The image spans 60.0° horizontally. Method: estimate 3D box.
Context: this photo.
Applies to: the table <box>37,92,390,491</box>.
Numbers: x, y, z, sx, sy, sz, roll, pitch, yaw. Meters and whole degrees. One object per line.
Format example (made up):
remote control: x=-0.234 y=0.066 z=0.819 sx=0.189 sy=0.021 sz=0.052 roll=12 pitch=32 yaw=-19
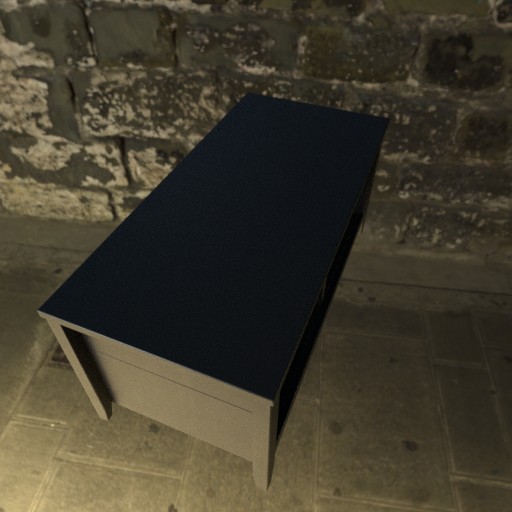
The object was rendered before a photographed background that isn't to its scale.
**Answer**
table: x=0.000 y=0.000 z=1.270 sx=0.483 sy=0.457 sz=1.016 roll=16 pitch=47 yaw=16
